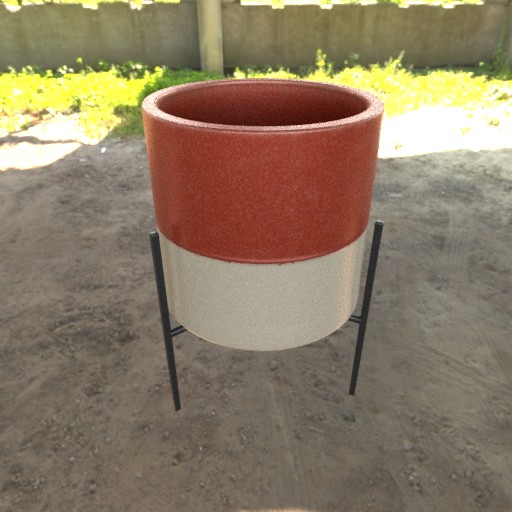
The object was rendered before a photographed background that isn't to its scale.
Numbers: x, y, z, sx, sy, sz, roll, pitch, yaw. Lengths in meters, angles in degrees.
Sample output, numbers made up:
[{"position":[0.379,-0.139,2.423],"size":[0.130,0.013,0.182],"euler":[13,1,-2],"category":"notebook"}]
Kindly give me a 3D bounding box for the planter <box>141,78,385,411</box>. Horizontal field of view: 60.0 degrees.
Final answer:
[{"position":[0.000,0.000,0.519],"size":[0.251,0.354,0.235],"euler":[-21,37,-31],"category":"planter"}]
